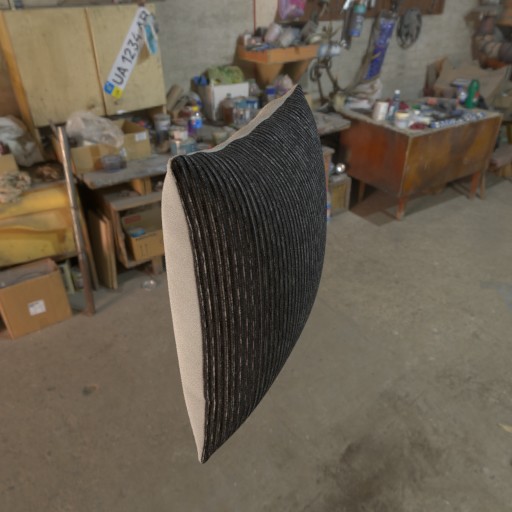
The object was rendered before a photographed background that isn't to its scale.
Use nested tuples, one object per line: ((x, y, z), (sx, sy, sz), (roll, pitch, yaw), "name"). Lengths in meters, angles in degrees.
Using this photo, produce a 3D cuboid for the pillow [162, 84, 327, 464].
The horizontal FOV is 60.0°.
((0.000, 0.000, 0.675), (0.196, 0.434, 0.433), (10, 32, 17), "pillow")
